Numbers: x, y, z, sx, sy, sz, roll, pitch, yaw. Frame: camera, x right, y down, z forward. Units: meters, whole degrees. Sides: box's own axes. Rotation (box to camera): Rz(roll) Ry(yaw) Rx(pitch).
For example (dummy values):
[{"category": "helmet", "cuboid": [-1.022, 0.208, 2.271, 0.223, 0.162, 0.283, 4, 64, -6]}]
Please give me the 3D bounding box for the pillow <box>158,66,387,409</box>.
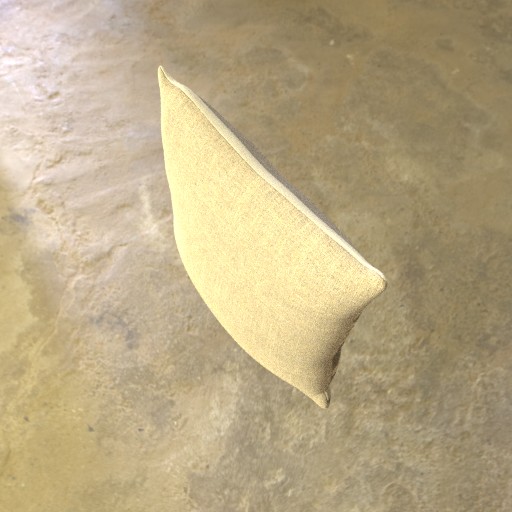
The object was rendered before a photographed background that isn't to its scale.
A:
[{"category": "pillow", "cuboid": [0.000, 0.000, 0.691, 0.182, 0.440, 0.439, -32, 63, -18]}]
